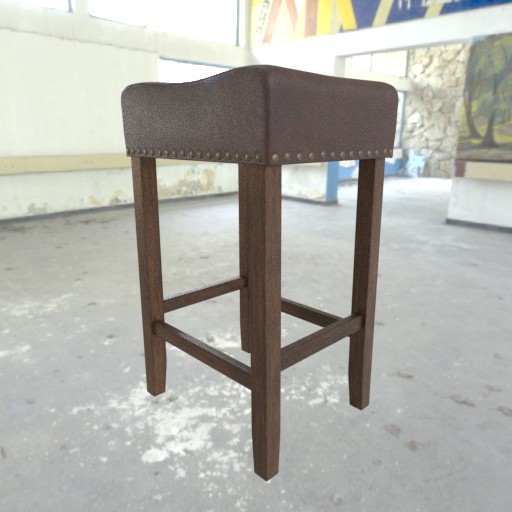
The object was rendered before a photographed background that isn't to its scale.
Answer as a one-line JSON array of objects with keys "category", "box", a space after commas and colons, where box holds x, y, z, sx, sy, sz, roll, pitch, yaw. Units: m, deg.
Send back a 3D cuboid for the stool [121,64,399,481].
[{"category": "stool", "box": [0.000, 0.000, 1.048, 0.401, 0.769, 0.465, -14, 21, -42]}]
